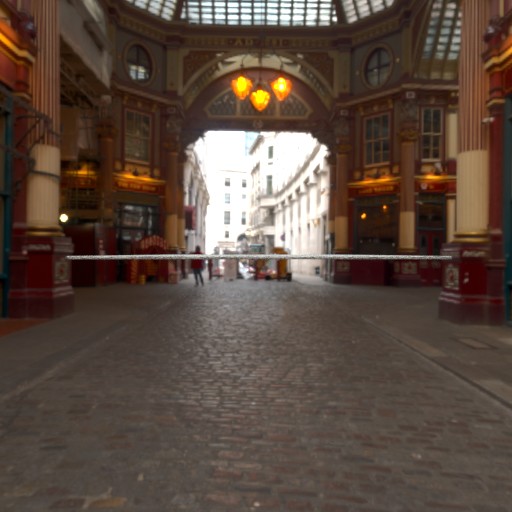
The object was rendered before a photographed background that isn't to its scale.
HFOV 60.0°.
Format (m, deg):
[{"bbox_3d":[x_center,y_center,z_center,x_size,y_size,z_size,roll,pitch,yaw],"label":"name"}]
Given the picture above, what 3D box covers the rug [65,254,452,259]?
[{"bbox_3d":[0.000,0.000,4.642,2.393,0.019,3.824,0,0,-1],"label":"rug"}]
